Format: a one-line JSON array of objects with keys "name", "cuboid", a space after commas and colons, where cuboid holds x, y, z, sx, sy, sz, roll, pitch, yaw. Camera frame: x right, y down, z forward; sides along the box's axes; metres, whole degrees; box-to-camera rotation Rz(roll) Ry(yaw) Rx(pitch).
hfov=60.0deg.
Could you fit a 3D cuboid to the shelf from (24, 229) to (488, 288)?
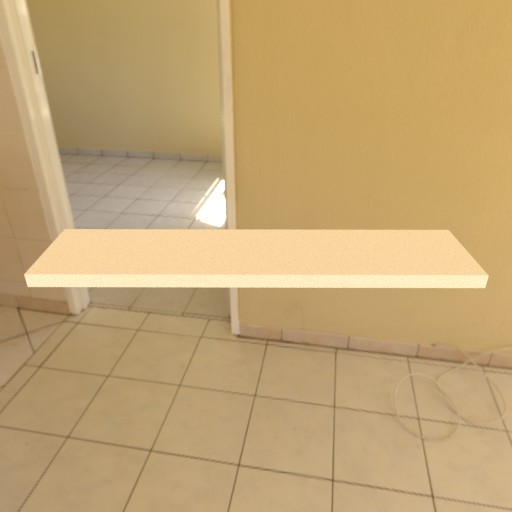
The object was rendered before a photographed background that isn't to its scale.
[{"name": "shelf", "cuboid": [0.000, 0.000, 0.647, 0.610, 0.020, 0.140, 0, 29, 0]}]
